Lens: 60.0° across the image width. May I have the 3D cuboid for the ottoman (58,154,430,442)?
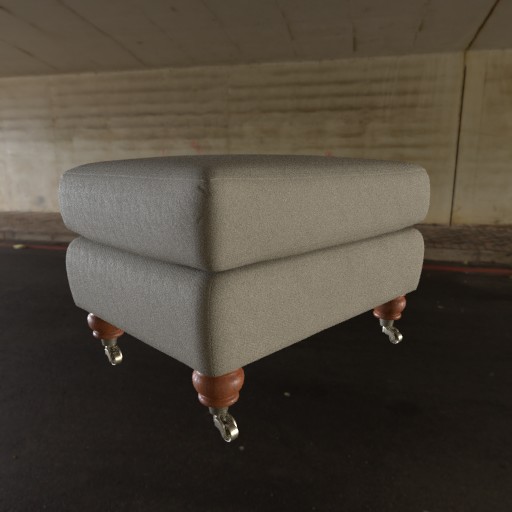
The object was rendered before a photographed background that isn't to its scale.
[{"bbox_3d":[0.000,0.000,1.126,0.773,0.504,0.569,-12,17,-43],"label":"ottoman"}]
